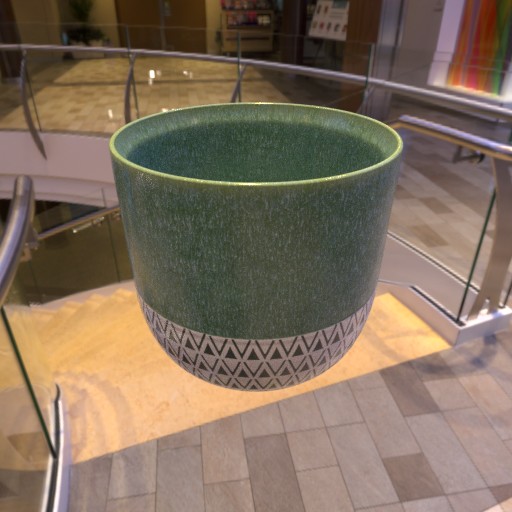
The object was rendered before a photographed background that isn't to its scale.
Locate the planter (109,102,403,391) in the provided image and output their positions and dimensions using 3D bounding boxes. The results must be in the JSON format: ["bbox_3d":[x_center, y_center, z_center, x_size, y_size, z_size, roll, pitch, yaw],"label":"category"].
[{"bbox_3d":[0.000,0.000,0.483,0.266,0.270,0.266,0,31,0],"label":"planter"}]
